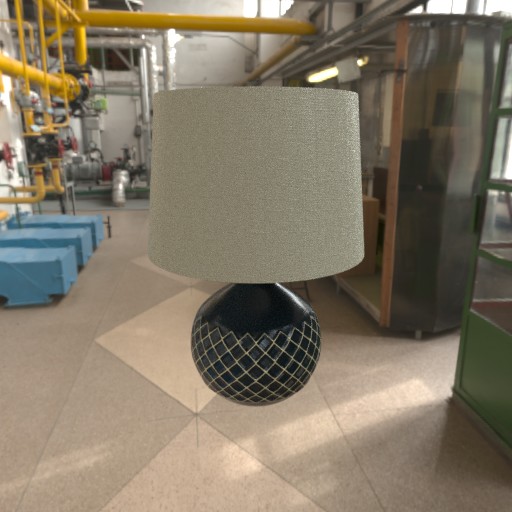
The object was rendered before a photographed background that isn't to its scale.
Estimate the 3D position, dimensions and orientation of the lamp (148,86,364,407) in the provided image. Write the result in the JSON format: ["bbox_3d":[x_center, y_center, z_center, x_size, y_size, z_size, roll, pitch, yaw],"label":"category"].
[{"bbox_3d":[0.000,0.000,0.793,0.376,0.540,0.376,0,16,0],"label":"lamp"}]
